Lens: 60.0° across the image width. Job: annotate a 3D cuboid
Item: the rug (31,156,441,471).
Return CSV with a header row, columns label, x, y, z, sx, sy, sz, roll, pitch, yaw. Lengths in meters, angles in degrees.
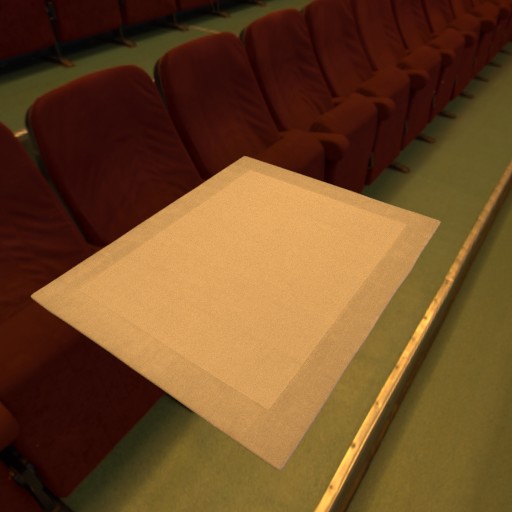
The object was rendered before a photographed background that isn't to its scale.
label,x,y,z,sx,sy,sz,roll,pitch,yaw
rug,0.000,0.000,3.991,2.430,0.018,2.976,24,46,26
